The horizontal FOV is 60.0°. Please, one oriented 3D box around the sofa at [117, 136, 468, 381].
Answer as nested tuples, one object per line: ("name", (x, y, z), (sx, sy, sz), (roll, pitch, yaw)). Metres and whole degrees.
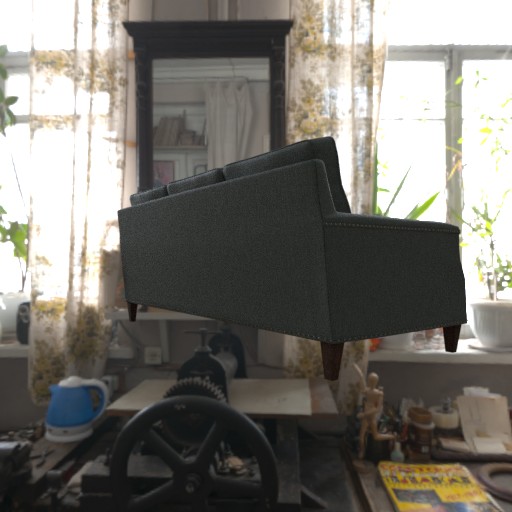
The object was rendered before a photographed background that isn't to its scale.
("sofa", (0.000, 0.000, 2.851), (1.084, 1.003, 2.246), (0, -1, -37))
